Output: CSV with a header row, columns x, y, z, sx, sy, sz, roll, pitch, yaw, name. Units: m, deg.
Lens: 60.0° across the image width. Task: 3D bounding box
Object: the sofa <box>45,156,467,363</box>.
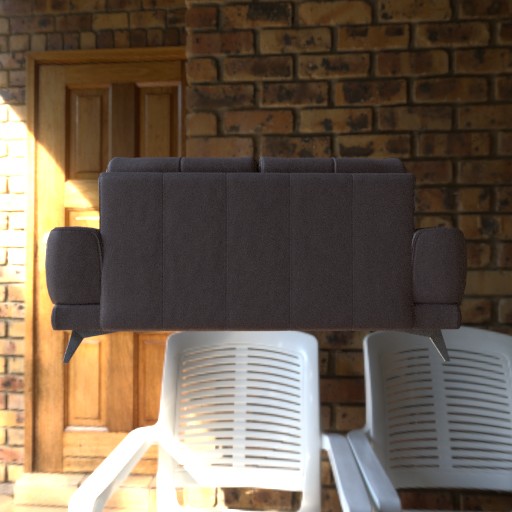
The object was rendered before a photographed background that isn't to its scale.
x,y,z,sx,sy,sz,roll,pitch,yaw,name
0.000,0.000,2.341,1.806,0.907,1.018,0,-1,-1,sofa
